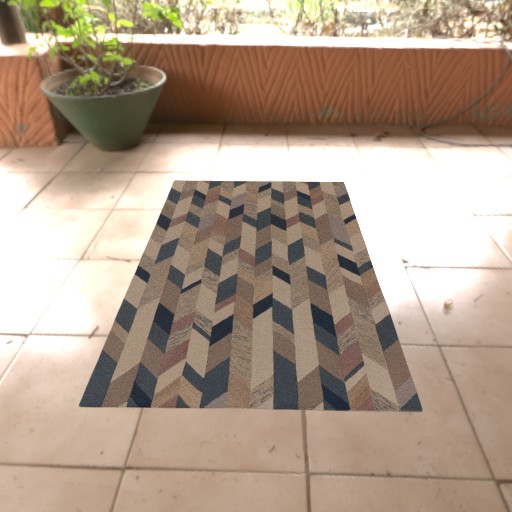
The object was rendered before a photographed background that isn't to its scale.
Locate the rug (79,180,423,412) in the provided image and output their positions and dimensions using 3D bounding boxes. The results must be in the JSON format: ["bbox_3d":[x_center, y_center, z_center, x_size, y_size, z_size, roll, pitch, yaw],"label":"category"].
[{"bbox_3d":[0.000,0.000,2.931,1.513,0.008,2.423,1,33,1],"label":"rug"}]
